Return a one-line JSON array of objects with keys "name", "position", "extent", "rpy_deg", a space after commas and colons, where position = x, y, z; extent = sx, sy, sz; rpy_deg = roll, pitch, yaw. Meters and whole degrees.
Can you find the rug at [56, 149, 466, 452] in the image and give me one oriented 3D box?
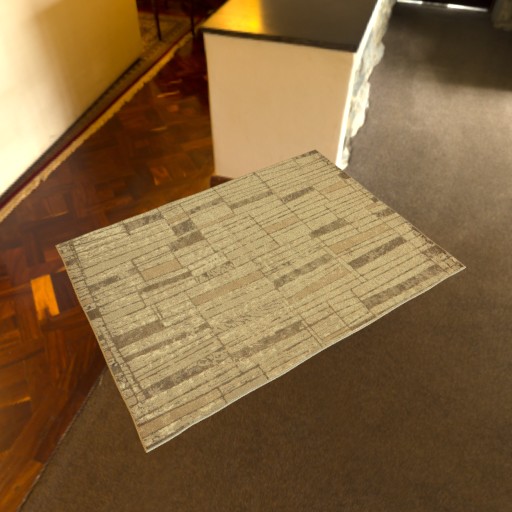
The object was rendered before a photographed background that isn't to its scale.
[{"name": "rug", "position": [0.000, 0.000, 4.458], "extent": [3.357, 0.019, 2.449], "rpy_deg": [-24, 51, -21]}]
